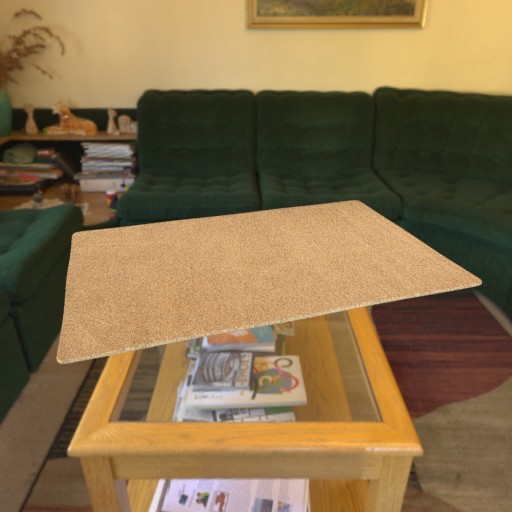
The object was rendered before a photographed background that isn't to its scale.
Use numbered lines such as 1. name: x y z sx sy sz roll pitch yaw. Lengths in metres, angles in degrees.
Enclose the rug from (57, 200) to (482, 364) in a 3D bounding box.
1. rug: 0.000 0.000 2.936 2.349 0.025 1.500 -8 28 -16
